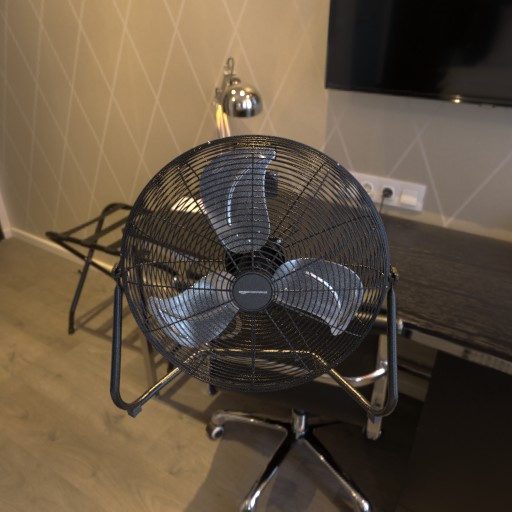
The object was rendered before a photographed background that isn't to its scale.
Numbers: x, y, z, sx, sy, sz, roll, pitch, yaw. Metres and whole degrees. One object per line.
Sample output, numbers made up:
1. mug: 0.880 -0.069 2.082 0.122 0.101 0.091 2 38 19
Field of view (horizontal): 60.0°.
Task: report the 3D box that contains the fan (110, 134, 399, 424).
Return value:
1. fan: 0.000 0.000 1.014 0.595 0.605 0.470 1 30 1
